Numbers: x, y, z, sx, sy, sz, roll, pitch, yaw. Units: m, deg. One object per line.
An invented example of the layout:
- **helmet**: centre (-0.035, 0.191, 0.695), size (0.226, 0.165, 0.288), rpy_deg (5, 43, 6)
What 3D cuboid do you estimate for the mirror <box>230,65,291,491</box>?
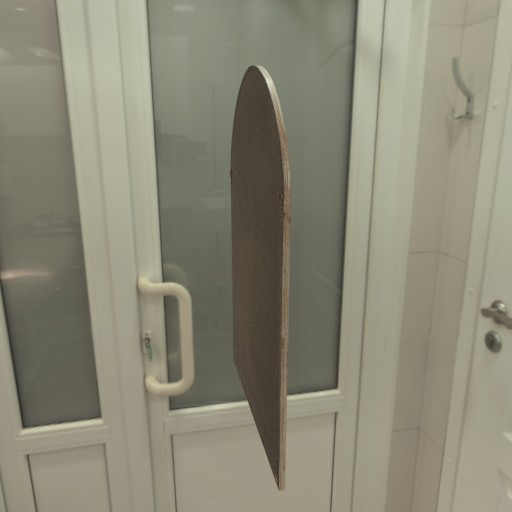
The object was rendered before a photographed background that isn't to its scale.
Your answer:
- **mirror**: centre (0.000, 0.000, 1.153), size (0.032, 0.915, 0.609), rpy_deg (-3, 15, -12)
